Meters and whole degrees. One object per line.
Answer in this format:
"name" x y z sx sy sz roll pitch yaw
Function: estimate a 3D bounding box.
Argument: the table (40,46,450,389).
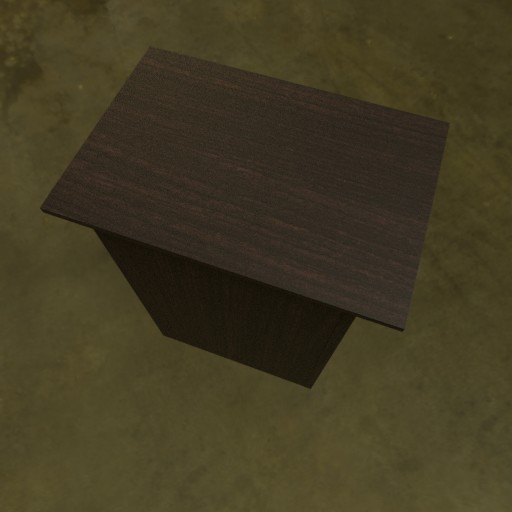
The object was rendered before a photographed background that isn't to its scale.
"table" 0.000 0.000 1.069 0.591 0.711 0.406 18 65 9
